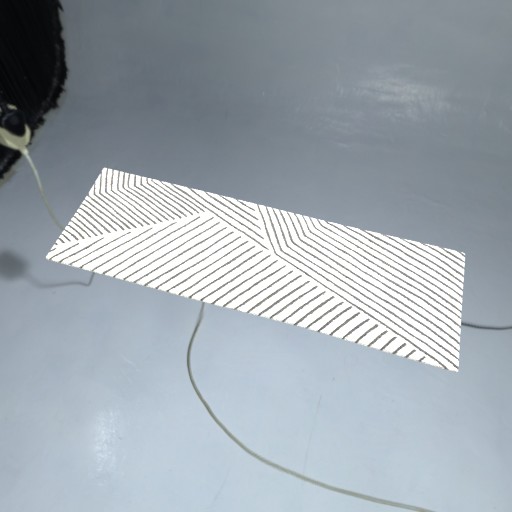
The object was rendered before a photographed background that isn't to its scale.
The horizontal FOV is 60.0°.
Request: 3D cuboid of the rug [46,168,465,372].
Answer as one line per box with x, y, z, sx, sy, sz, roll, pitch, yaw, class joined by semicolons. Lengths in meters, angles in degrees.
0.000;0.000;2.698;2.439;0.020;0.773;14;59;9;rug
